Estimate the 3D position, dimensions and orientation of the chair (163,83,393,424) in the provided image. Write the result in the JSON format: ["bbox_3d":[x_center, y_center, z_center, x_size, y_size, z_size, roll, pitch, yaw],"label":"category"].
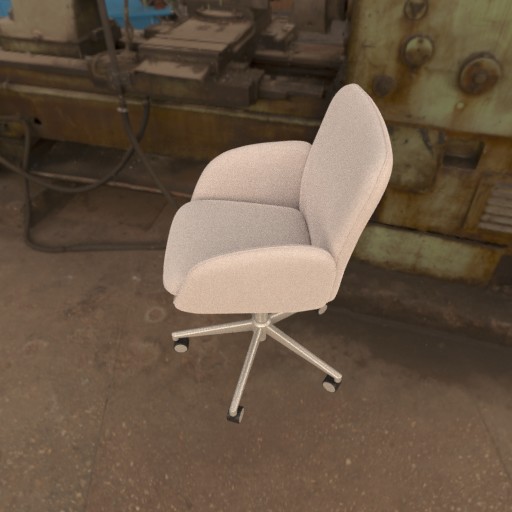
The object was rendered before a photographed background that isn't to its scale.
[{"bbox_3d":[0.000,0.000,1.408,0.633,0.959,0.648,-1,42,-1],"label":"chair"}]
